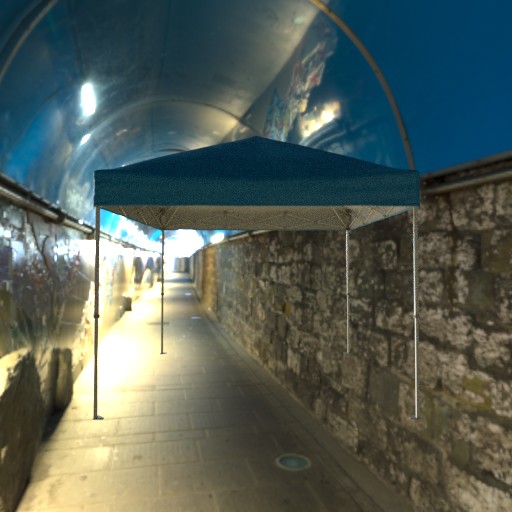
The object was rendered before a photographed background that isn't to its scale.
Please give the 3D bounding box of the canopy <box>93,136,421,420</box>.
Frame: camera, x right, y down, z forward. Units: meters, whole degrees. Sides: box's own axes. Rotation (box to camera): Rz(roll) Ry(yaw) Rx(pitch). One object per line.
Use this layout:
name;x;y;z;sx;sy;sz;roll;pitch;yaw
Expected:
canopy;0.000;0.000;5.504;2.996;2.997;2.998;0;-1;0
